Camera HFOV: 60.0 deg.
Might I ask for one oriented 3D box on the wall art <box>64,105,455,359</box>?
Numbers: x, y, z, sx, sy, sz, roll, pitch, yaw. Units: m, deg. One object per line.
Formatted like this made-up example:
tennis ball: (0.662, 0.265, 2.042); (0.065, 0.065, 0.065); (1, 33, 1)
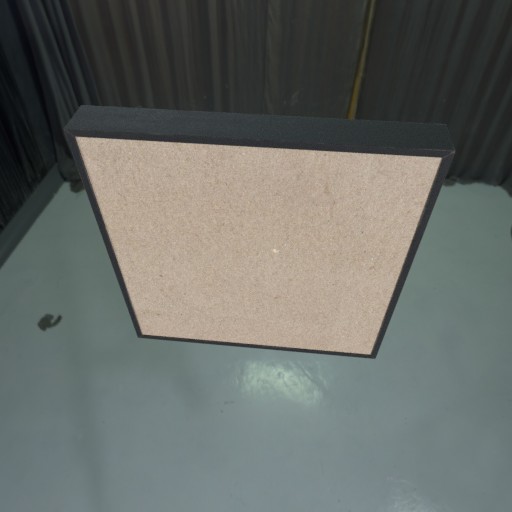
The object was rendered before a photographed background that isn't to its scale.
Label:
wall art: (0.000, 0.000, 0.467); (0.305, 0.305, 0.038); (4, 47, 4)
